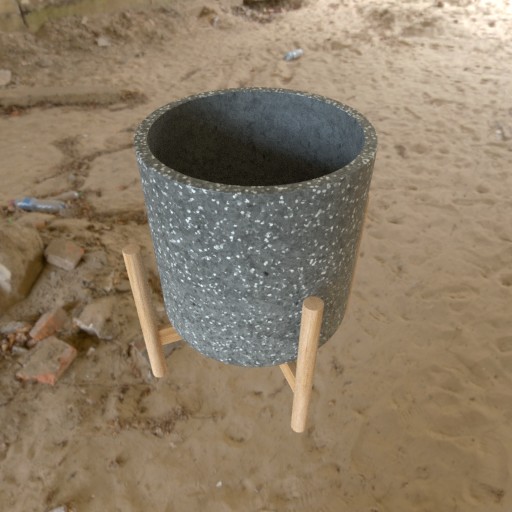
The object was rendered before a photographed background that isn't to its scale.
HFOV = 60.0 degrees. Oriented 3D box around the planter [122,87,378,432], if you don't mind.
[{"bbox_3d":[0.000,0.000,0.696,0.360,0.419,0.360,0,40,0],"label":"planter"}]
